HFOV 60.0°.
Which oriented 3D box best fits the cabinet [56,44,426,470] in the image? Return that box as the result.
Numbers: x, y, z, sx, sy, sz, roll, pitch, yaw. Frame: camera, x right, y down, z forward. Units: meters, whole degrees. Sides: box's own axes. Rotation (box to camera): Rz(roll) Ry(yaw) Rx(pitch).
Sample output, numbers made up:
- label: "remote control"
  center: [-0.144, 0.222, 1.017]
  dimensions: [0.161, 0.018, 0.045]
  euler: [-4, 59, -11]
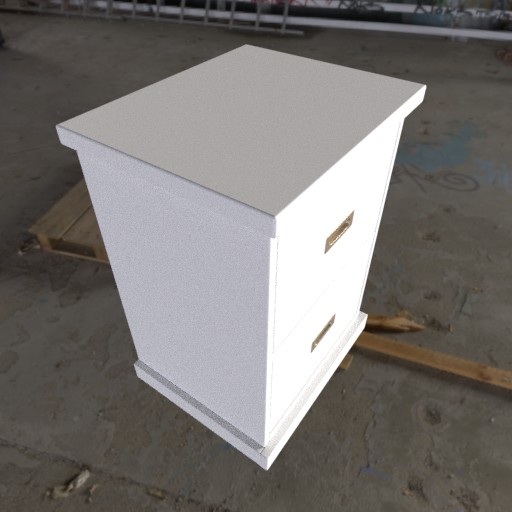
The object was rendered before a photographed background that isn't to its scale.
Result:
- label: "cabinet"
  center: [0.000, 0.000, 1.022]
  dimensions: [0.431, 0.723, 0.520]
  euler: [26, 48, 26]
